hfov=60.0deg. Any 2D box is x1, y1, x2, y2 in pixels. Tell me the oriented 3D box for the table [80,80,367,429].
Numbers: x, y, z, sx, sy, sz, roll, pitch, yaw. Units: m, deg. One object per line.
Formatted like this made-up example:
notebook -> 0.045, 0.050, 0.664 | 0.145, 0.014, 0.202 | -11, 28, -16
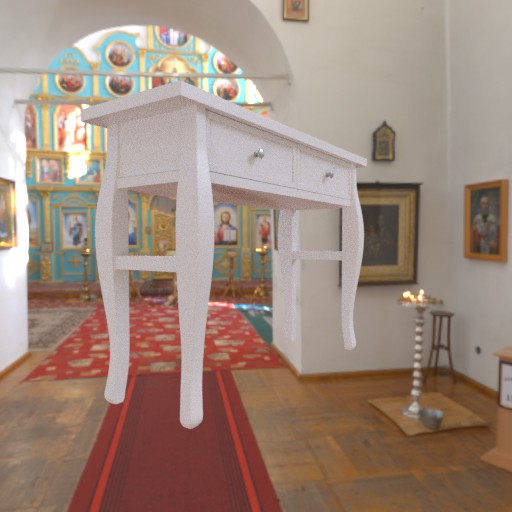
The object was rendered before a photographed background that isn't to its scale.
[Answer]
table -> 0.000, 0.000, 1.478 | 0.373, 0.768, 1.062 | 1, 2, 35
